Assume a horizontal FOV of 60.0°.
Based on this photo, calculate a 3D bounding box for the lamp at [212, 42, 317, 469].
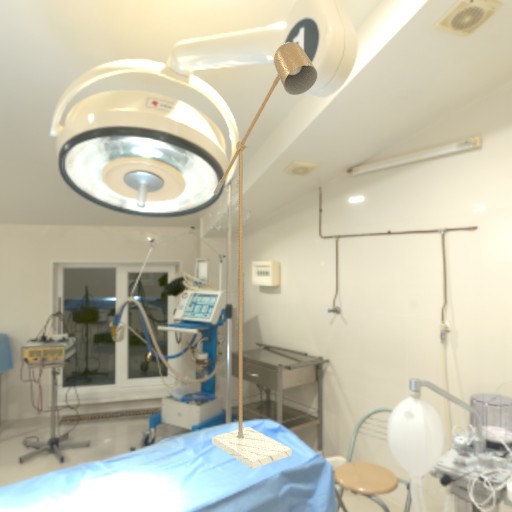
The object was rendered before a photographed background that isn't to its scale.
[{"bbox_3d":[0.000,0.000,1.809,0.194,1.594,0.653,1,-1,-36],"label":"lamp"}]
